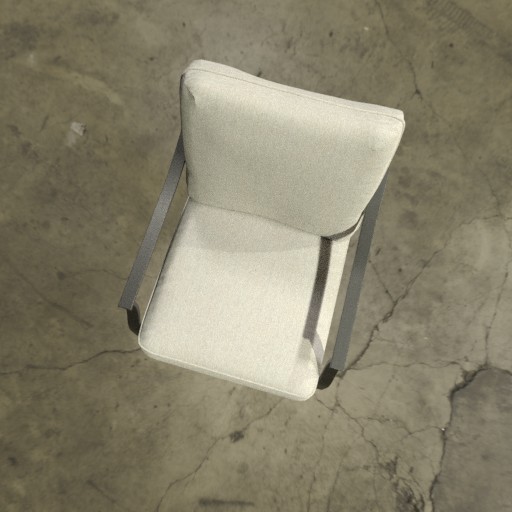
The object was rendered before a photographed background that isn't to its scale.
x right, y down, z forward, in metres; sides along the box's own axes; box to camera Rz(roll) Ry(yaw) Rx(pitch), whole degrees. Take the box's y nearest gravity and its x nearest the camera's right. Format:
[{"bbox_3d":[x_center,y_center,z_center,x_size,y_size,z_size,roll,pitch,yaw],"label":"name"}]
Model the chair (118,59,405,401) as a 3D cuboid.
[{"bbox_3d":[0.000,0.000,1.411,0.650,0.860,0.787,15,77,4],"label":"chair"}]
